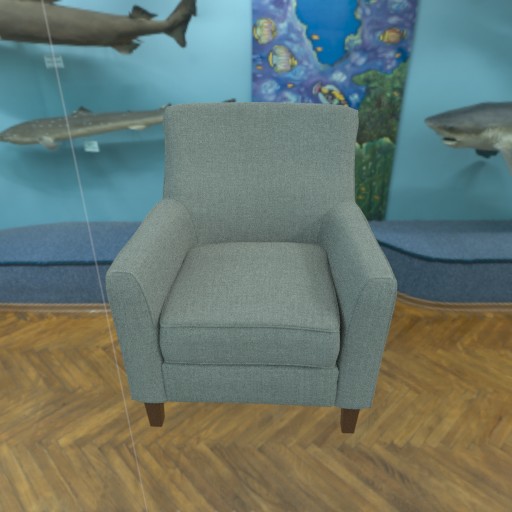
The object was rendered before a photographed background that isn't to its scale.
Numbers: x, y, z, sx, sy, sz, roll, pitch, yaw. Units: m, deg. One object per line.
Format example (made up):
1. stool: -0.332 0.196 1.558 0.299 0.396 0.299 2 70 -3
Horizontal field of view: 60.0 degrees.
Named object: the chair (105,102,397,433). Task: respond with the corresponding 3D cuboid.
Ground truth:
1. chair: 0.000 0.000 1.823 0.887 1.047 0.993 1 29 2
